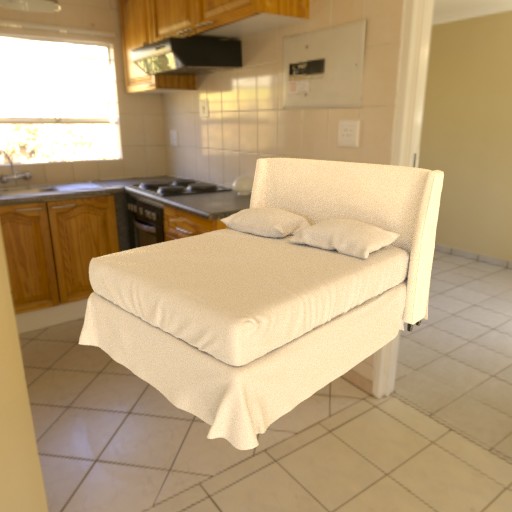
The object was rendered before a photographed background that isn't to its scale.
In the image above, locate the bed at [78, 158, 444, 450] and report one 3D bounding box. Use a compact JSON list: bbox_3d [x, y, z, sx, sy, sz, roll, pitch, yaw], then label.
[{"bbox_3d":[0.000,0.000,3.488,1.925,1.332,2.276,16,23,42],"label":"bed"}]
